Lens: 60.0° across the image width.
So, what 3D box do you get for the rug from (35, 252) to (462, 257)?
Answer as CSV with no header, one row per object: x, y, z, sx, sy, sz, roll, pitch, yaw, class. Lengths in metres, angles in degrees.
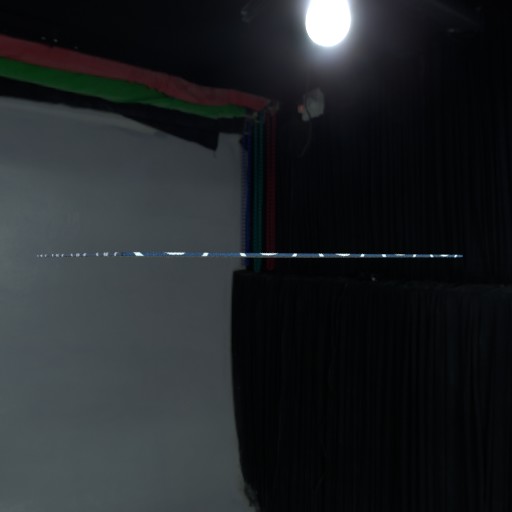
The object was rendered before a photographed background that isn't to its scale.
0.000,0.000,2.164,1.753,0.010,1.143,0,0,-37,rug
